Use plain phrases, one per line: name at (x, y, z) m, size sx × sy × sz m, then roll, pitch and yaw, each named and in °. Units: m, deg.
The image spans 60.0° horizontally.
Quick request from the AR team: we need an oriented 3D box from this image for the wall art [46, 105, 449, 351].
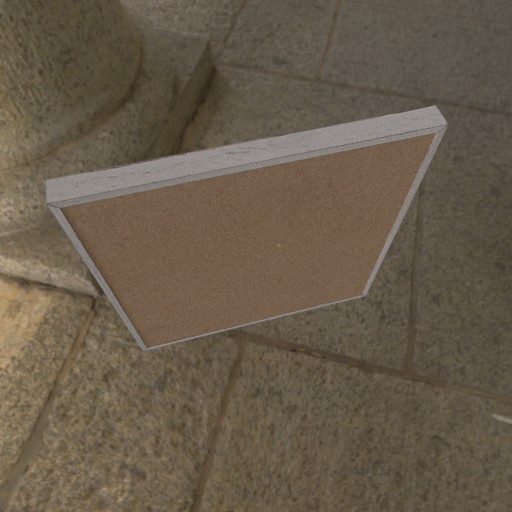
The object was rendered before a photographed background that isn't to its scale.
wall art at (0.000, 0.000, 0.769) m, size 0.508 × 0.508 × 0.038 m, roll -13°, pitch 60°, yaw -8°
